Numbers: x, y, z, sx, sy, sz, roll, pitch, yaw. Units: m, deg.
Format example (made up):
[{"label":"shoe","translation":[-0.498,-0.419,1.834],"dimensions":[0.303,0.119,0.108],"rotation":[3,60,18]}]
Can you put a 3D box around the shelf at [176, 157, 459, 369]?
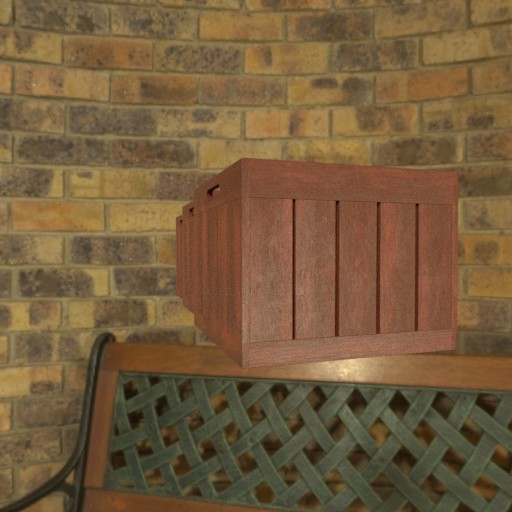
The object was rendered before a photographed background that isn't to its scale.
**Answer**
[{"label":"shelf","translation":[0.000,0.000,1.218],"dimensions":[0.393,0.311,1.064],"rotation":[0,1,-18]}]
